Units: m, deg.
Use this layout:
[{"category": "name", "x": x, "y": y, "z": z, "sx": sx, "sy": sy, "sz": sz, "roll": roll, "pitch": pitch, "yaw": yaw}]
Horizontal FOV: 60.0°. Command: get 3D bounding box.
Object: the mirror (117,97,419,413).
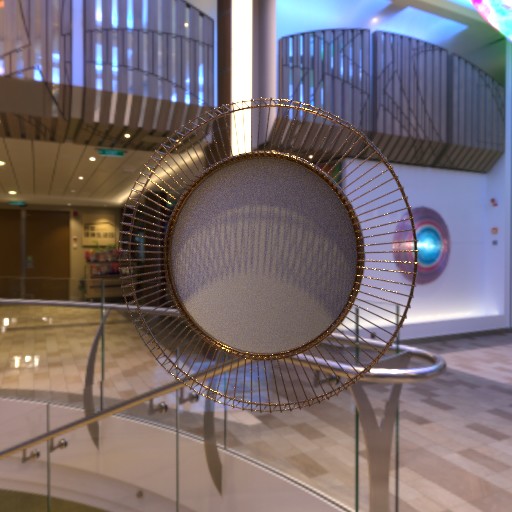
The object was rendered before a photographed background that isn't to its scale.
[{"category": "mirror", "x": 0.000, "y": 0.000, "z": 1.020, "sx": 0.703, "sy": 0.703, "sz": 0.067, "roll": 0, "pitch": 1, "yaw": 18}]
